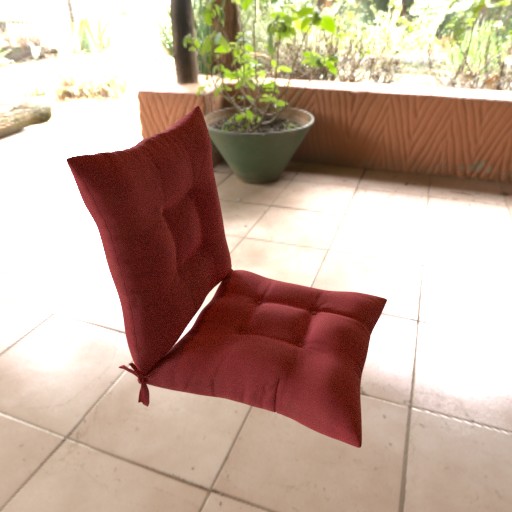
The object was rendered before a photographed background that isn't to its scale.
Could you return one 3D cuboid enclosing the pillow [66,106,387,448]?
[{"bbox_3d":[0.000,0.000,0.989,0.585,0.536,0.541,9,30,17],"label":"pillow"}]
